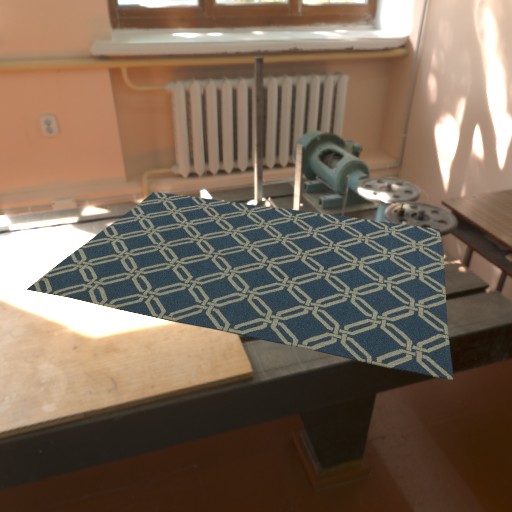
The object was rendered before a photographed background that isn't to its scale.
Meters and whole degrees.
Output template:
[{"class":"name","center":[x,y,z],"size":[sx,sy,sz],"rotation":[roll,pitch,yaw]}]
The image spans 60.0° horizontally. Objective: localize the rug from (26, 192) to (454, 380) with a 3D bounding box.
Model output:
[{"class":"rug","center":[0.000,0.000,2.167],"size":[1.755,0.010,1.153],"rotation":[9,32,15]}]
